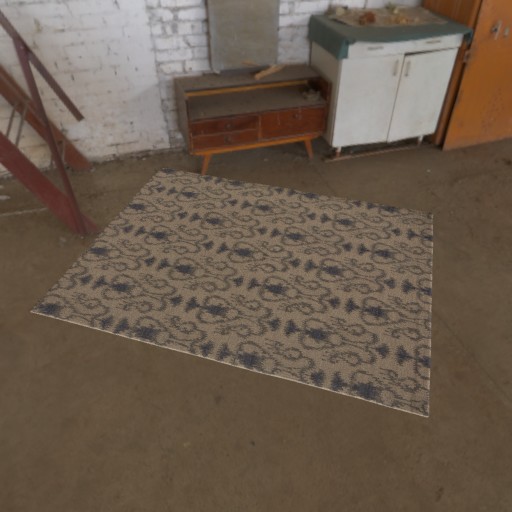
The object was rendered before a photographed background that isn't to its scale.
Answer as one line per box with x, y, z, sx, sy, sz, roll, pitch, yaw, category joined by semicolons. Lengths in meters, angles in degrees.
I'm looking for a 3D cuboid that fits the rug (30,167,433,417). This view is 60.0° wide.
0.000;0.000;4.207;3.205;0.015;2.437;12;43;13;rug
